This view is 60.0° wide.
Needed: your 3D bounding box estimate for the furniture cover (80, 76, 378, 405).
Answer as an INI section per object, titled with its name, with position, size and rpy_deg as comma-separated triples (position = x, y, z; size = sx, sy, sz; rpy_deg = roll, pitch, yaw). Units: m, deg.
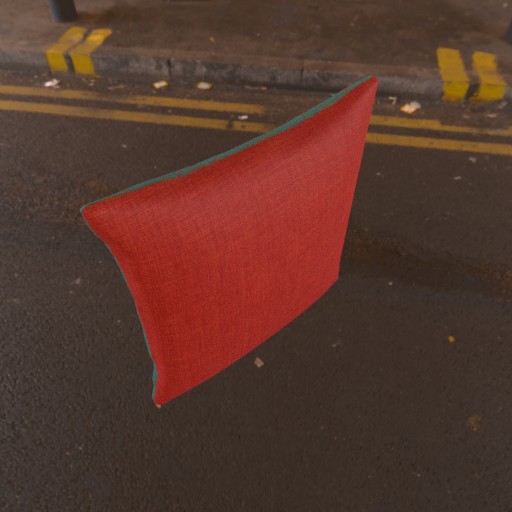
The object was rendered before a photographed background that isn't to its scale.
[furniture cover]
position = 0.000, 0.000, 0.795
size = 0.517, 0.508, 0.158
rpy_deg = -32, 54, -26
